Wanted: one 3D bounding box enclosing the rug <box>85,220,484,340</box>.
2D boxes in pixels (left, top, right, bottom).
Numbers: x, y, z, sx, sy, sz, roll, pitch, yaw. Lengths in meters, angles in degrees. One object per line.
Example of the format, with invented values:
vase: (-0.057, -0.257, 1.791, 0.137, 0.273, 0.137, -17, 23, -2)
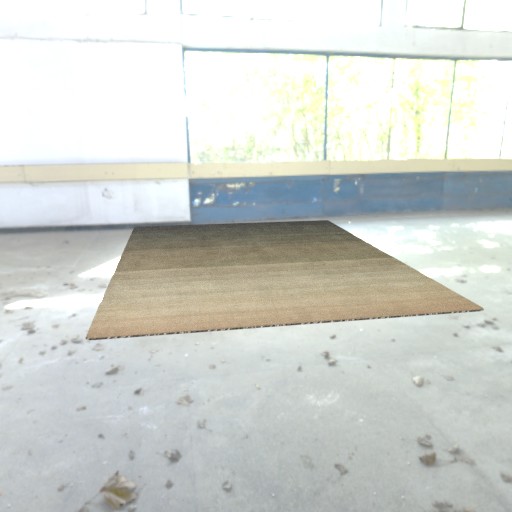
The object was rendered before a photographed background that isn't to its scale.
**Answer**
rug: (0.000, 0.000, 3.847, 2.305, 0.017, 2.902, -3, 16, -10)
